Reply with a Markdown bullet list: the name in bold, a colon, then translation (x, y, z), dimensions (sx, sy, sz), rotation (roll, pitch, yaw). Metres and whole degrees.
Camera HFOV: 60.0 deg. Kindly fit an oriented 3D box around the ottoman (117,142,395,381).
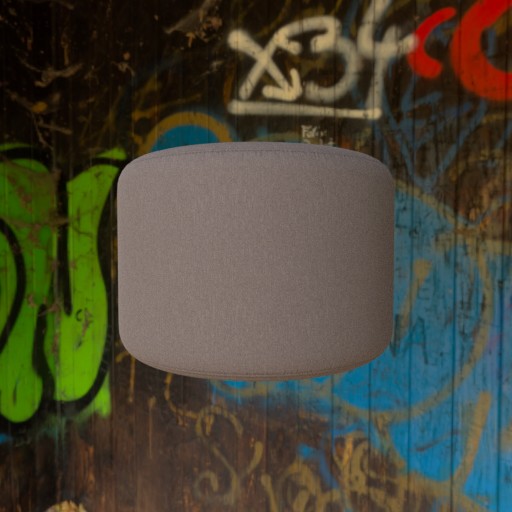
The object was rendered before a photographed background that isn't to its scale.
- **ottoman**: translation (0.000, 0.000, 1.022), dimensions (0.608, 0.433, 0.608), rotation (0, 2, 0)
